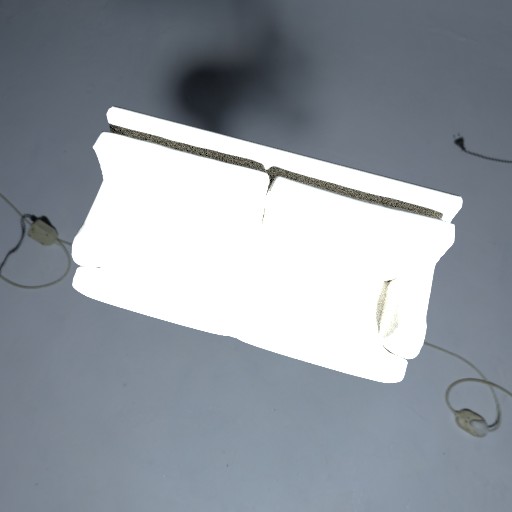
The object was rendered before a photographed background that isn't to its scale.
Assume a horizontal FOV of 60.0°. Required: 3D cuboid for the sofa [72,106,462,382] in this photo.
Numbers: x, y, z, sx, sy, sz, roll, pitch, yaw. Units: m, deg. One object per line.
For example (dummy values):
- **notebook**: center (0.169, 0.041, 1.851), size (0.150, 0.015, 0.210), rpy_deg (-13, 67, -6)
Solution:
- **sofa**: center (0.000, 0.000, 2.829), size (2.159, 1.087, 1.086), rpy_deg (16, 77, 4)
